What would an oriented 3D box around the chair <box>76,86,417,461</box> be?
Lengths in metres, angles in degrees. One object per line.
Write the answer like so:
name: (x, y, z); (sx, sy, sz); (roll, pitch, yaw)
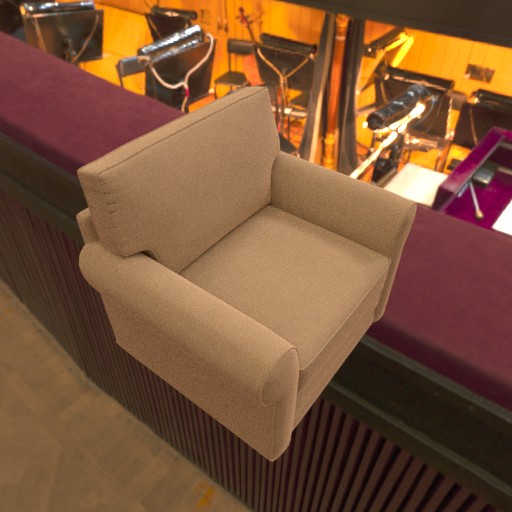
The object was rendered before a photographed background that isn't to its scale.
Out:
chair: (0.000, 0.000, 1.716); (0.863, 0.955, 1.040); (27, 49, 27)
